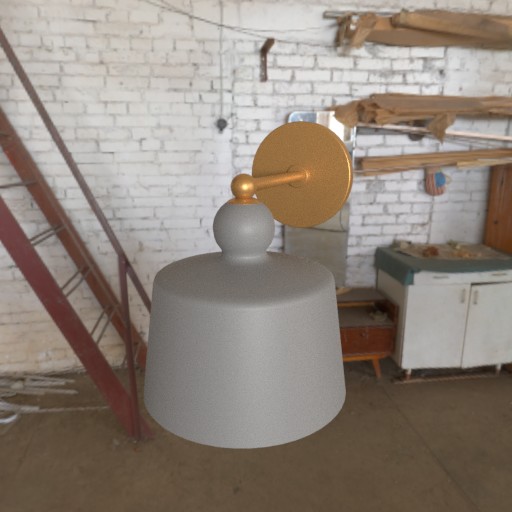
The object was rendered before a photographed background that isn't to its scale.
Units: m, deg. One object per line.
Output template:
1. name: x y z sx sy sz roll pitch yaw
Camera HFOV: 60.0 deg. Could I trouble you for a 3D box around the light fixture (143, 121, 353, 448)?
1. light fixture: 0.000 0.000 0.446 0.204 0.268 0.254 7 16 26
